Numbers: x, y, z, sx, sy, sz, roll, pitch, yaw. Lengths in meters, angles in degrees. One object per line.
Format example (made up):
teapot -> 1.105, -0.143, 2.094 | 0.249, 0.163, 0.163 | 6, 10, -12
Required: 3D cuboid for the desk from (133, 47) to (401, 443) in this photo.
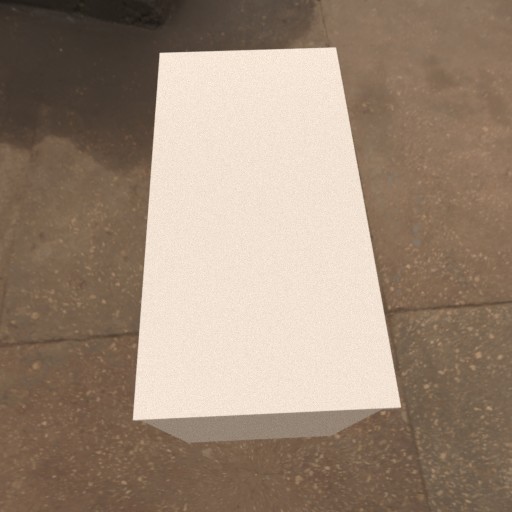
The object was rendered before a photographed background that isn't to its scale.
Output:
desk -> 0.000, 0.000, 1.495 | 0.560, 0.735, 1.097 | -2, 64, -1
